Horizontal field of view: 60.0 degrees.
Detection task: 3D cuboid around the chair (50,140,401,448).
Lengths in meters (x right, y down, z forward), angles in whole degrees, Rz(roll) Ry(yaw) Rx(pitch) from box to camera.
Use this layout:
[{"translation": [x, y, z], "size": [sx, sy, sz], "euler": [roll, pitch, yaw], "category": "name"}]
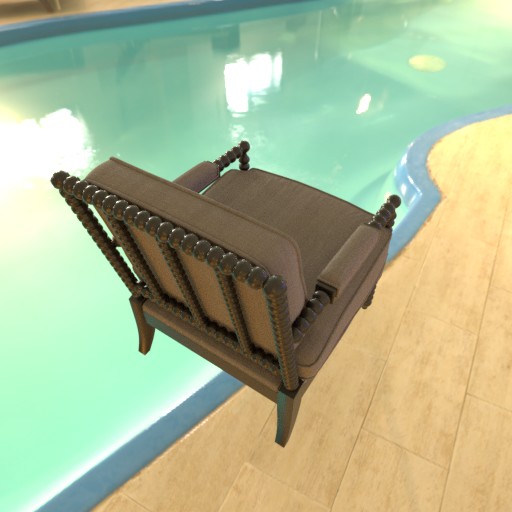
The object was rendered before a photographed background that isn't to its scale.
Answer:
[{"translation": [0.000, 0.000, 1.106], "size": [0.540, 0.661, 0.622], "euler": [26, 51, 23], "category": "chair"}]
